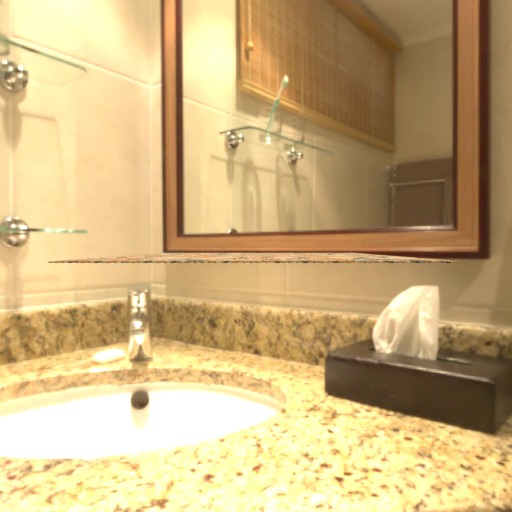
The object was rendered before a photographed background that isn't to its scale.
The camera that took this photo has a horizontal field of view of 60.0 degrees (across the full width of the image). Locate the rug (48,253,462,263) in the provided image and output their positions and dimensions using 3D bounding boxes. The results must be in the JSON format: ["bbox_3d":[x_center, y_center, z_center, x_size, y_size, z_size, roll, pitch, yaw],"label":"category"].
[{"bbox_3d":[0.000,0.000,4.115,2.439,0.010,3.048,0,1,0],"label":"rug"}]
